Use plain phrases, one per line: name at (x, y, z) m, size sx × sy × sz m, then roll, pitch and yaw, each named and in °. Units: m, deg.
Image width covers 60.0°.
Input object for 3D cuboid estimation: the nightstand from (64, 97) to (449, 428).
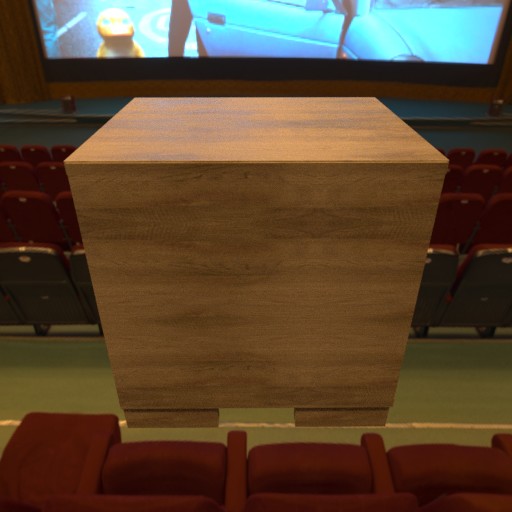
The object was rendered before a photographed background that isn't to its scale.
nightstand at (0.000, 0.000, 0.751) m, size 0.427 × 0.448 × 0.347 m, roll 0°, pitch 31°, yaw 0°
